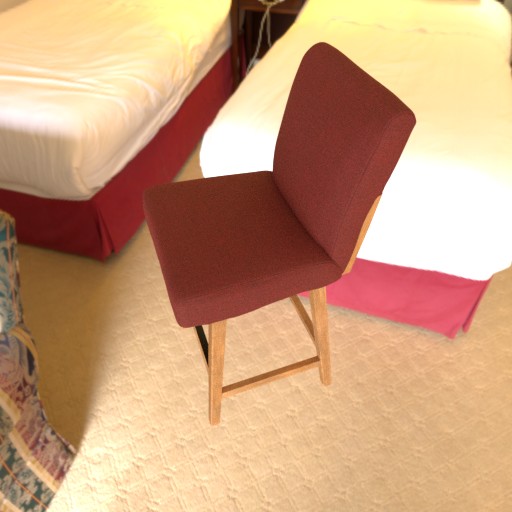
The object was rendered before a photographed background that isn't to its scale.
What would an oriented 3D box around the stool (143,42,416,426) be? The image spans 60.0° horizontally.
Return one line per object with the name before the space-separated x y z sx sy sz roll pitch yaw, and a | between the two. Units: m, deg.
stool | 0.000 0.000 1.314 0.562 1.038 0.468 -15 48 -14
